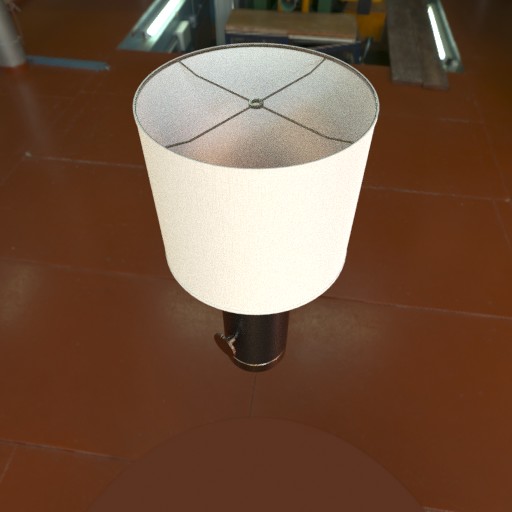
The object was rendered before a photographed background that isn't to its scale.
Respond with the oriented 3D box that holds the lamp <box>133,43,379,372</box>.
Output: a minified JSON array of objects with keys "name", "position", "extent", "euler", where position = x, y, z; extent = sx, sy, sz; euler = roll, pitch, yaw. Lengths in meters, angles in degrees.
[{"name":"lamp","position":[0.000,0.000,0.620],"extent":[0.241,0.482,0.240],"euler":[34,57,27]}]
